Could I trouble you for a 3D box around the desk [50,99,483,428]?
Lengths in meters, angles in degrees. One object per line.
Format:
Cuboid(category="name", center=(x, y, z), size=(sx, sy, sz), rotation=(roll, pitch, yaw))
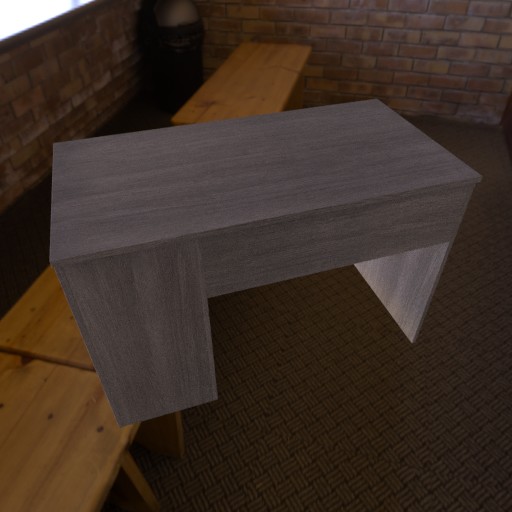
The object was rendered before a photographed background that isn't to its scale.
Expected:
Cuboid(category="desk", center=(0.000, 0.000, 1.502), size=(1.097, 0.735, 0.560), rotation=(-12, 43, -14))
